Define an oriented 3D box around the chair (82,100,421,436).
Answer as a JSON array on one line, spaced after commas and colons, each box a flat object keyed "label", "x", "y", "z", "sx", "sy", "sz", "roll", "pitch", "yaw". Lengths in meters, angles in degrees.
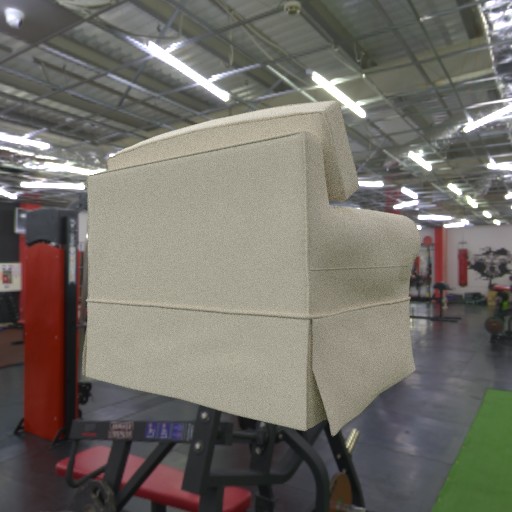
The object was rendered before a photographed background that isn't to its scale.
[{"label": "chair", "x": 0.000, "y": 0.000, "z": 1.790, "sx": 1.099, "sy": 0.958, "sz": 0.904, "roll": -1, "pitch": -2, "yaw": 36}]
